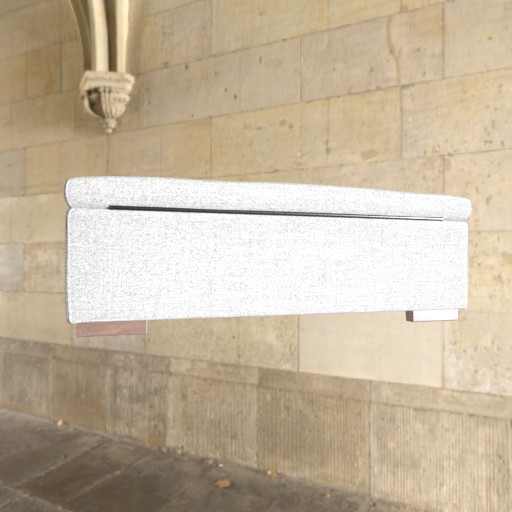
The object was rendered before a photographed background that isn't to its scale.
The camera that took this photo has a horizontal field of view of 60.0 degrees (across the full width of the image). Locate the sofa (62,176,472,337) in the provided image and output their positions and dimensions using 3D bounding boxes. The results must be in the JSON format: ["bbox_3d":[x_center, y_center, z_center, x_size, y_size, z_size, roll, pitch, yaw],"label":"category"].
[{"bbox_3d":[0.000,0.000,1.651,1.250,0.434,0.817,0,-1,-17],"label":"sofa"}]
